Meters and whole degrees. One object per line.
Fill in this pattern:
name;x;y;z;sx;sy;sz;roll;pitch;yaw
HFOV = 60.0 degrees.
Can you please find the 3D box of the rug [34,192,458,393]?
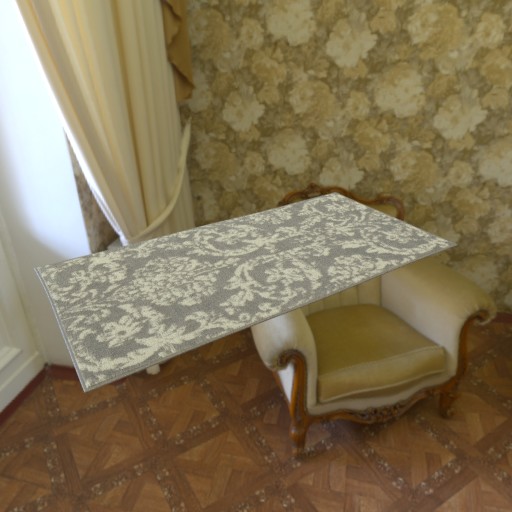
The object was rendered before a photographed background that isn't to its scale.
rug;0.000;0.000;1.412;1.219;0.007;0.604;-17;33;-29
